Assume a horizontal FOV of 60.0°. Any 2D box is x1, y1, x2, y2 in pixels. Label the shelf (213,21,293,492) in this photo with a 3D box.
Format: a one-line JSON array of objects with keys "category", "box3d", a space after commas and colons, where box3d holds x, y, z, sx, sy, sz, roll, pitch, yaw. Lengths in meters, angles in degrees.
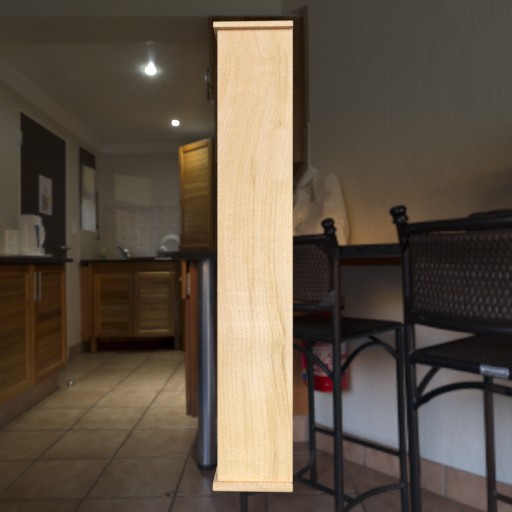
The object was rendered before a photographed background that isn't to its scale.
[{"category": "shelf", "box3d": [0.000, 0.000, 1.227, 0.175, 1.030, 0.520, 0, 0, 2]}]
